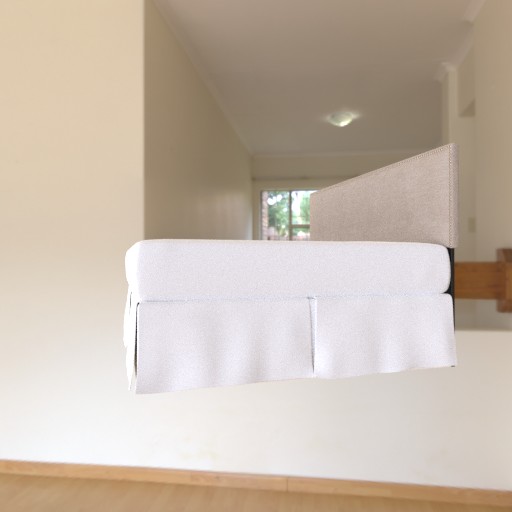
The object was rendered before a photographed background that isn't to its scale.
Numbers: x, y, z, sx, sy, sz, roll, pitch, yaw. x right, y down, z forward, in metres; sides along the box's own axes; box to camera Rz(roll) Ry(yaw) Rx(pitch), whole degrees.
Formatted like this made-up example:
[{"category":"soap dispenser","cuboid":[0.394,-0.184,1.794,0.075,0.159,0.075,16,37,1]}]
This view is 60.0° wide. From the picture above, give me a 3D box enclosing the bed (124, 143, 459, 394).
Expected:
[{"category":"bed","cuboid":[0.000,0.000,3.365,1.914,1.346,2.170,0,-1,-17]}]
